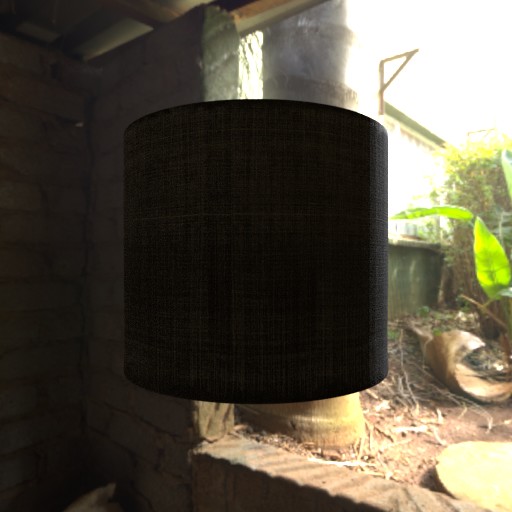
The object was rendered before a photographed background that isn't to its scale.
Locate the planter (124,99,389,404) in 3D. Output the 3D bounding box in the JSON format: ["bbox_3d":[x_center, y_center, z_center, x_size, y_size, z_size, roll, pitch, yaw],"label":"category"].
[{"bbox_3d":[0.000,0.000,0.442,0.254,0.221,0.254,0,-1,0],"label":"planter"}]
